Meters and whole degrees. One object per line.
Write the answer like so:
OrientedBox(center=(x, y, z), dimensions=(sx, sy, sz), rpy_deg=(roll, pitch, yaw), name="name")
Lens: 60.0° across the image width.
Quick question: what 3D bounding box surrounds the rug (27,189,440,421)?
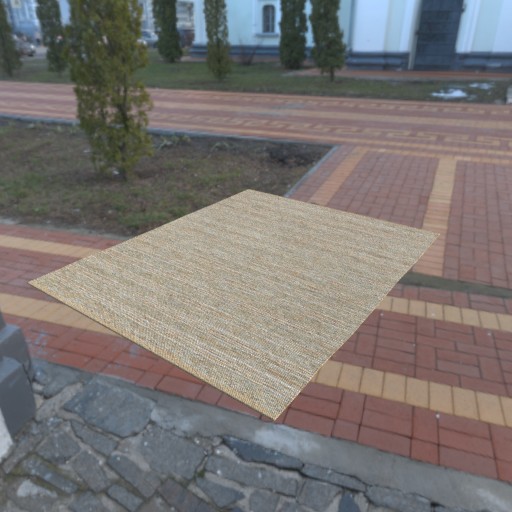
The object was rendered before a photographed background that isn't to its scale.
OrientedBox(center=(0.000, 0.000, 4.092), dimensions=(2.471, 0.012, 3.034), rpy_deg=(18, 32, 32), name="rug")
